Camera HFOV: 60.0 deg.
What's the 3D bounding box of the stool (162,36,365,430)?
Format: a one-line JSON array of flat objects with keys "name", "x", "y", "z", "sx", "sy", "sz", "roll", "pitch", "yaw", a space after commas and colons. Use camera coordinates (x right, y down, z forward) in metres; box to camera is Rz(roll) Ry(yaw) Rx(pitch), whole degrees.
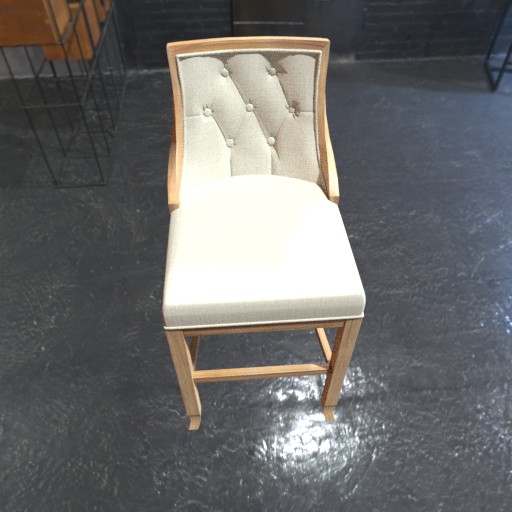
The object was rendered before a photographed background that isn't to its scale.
[{"name": "stool", "x": 0.000, "y": 0.000, "z": 1.399, "sx": 0.524, "sy": 1.101, "sz": 0.626, "roll": -3, "pitch": 47, "yaw": -3}]
